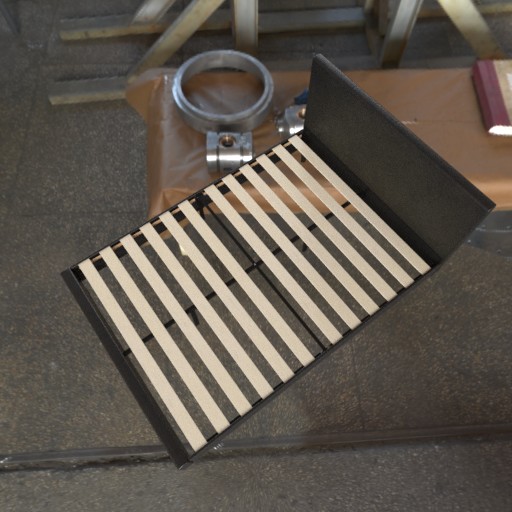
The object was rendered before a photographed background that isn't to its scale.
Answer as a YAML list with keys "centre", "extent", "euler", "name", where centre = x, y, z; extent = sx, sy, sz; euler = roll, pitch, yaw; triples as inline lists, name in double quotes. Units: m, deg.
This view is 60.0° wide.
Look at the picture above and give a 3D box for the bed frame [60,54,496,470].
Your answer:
- centre: [0.000, 0.000, 2.827]
  extent: [2.152, 1.046, 1.469]
  euler: [-34, 68, -15]
  name: "bed frame"
